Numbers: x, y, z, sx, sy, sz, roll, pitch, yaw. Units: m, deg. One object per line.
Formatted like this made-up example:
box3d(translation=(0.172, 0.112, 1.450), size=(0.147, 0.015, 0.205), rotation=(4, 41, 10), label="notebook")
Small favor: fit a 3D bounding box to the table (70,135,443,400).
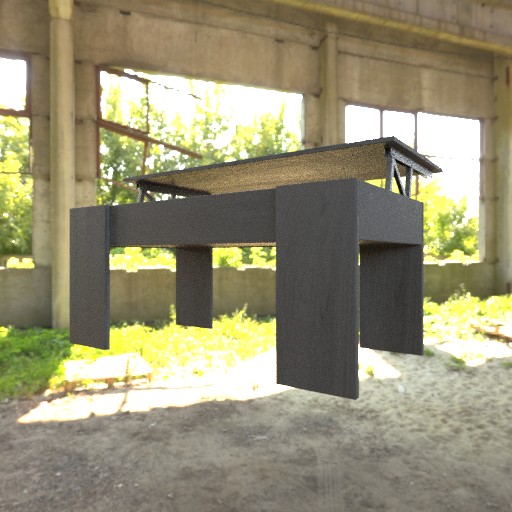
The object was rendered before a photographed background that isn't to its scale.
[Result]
box3d(translation=(0.000, 0.000, 1.450), size=(1.000, 0.570, 0.711), rotation=(0, 0, 35), label="table")
